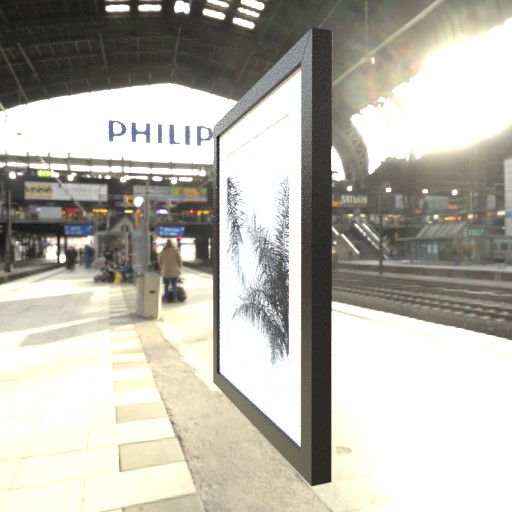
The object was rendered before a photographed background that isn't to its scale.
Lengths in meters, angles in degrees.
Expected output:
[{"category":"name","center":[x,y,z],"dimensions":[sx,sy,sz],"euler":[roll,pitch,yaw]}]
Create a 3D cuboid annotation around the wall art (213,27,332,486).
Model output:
[{"category":"wall art","center":[0.000,0.000,0.756],"dimensions":[0.028,0.557,0.457],"euler":[0,1,-21]}]
